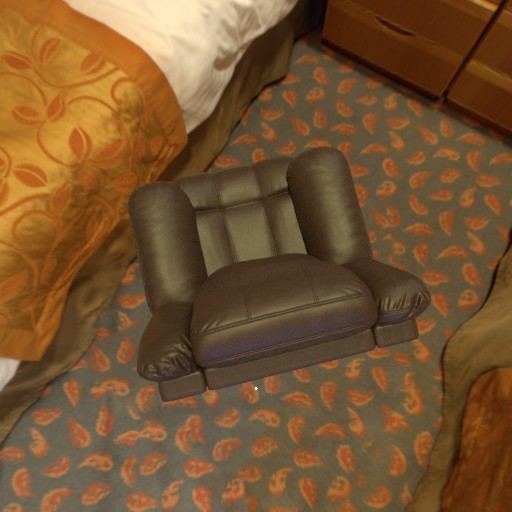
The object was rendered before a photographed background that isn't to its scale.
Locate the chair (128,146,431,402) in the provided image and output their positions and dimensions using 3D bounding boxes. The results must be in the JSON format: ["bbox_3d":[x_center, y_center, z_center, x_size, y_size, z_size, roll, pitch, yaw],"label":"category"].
[{"bbox_3d":[0.000,0.000,1.762,0.899,1.009,0.934,-13,74,-4],"label":"chair"}]
